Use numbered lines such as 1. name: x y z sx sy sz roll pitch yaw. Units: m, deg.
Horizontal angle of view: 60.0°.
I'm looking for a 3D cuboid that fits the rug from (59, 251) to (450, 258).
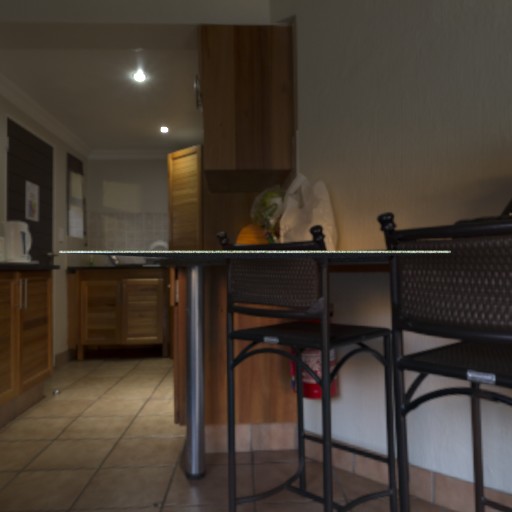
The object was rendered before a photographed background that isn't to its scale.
1. rug: 0.000 0.000 2.163 1.143 0.006 1.747 0 -1 0
